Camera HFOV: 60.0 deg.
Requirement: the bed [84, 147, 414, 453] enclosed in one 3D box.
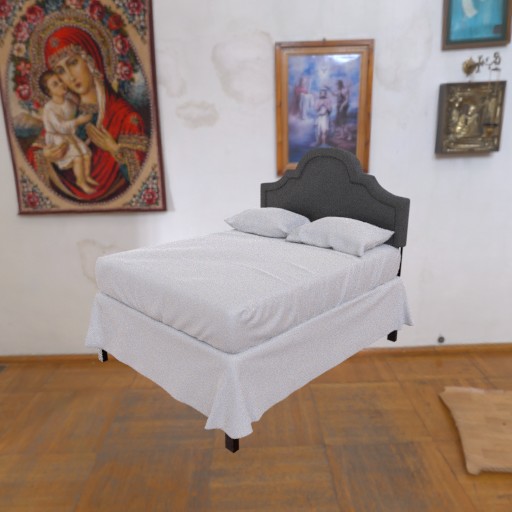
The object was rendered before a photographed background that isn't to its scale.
[{"bbox_3d":[0.000,0.000,3.508,1.780,1.634,2.222,14,21,42],"label":"bed"}]
